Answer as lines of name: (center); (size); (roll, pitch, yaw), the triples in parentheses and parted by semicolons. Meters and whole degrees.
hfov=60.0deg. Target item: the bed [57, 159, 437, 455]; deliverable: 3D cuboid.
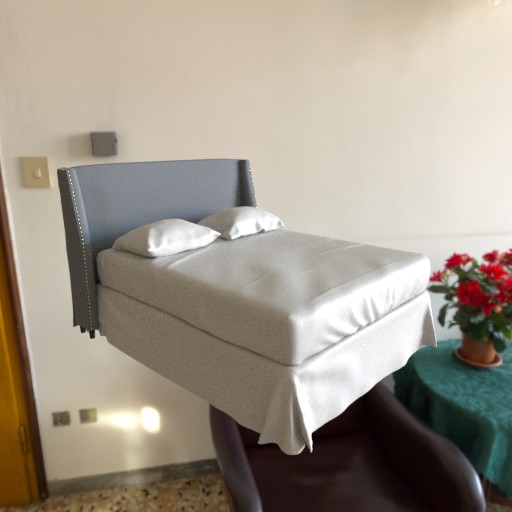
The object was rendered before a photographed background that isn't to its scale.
bed: (0.000, 0.000, 3.342); (2.276, 1.332, 1.925); (14, 20, 42)
